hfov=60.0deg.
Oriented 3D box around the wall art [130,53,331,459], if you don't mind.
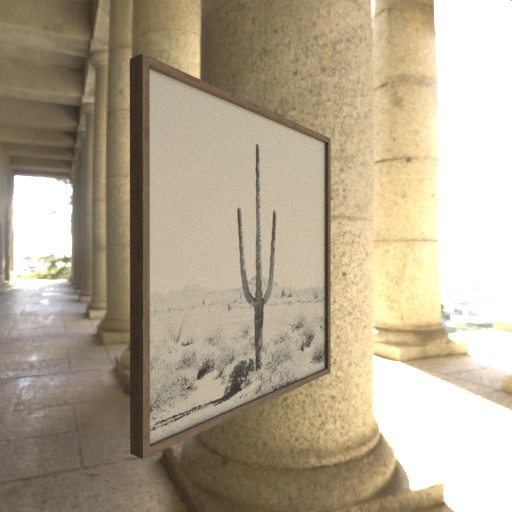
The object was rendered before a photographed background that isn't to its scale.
[{"bbox_3d":[0.000,0.000,1.148,0.038,0.762,0.762,0,0,37],"label":"wall art"}]
